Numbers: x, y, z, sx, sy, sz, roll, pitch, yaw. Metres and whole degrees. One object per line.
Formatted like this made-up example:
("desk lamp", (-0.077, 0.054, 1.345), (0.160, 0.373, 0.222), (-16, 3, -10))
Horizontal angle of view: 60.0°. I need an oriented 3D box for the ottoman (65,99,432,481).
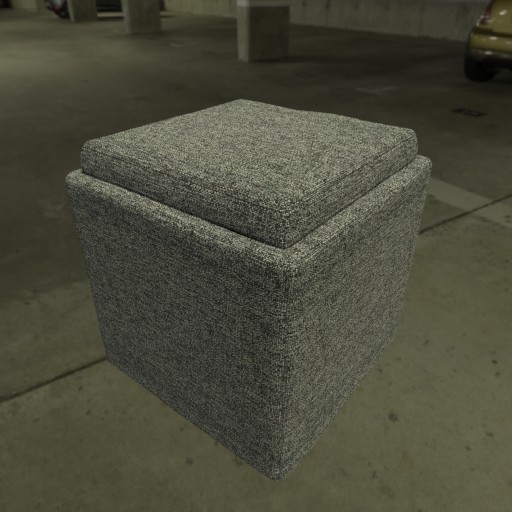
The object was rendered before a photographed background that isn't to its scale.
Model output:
("ottoman", (0.000, 0.000, 0.820), (0.450, 0.463, 0.450), (22, 38, 32))
